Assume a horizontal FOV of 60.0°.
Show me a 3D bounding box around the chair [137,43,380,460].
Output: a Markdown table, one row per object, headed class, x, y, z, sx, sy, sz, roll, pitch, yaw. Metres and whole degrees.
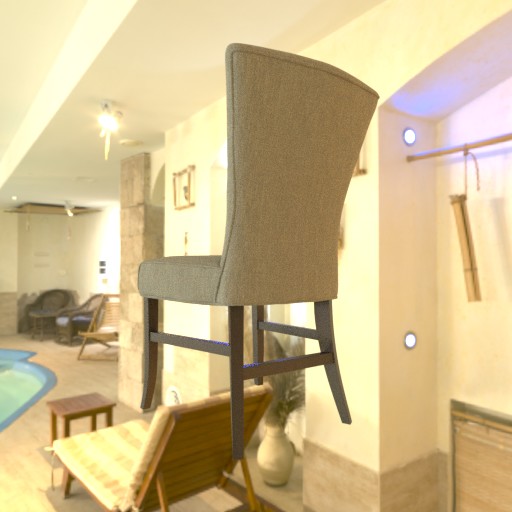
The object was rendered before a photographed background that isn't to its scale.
| class | x | y | z | sx | sy | sz | roll | pitch | yaw |
| --- | --- | --- | --- | --- | --- | --- | --- | --- | --- |
| chair | 0.000 | 0.000 | 1.357 | 0.520 | 0.991 | 0.660 | 1 | -1 | -37 |
